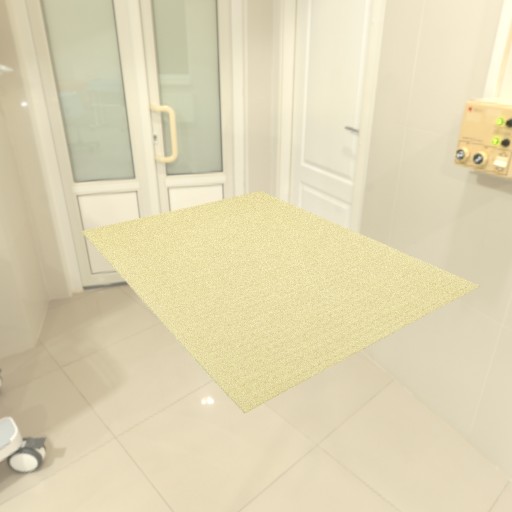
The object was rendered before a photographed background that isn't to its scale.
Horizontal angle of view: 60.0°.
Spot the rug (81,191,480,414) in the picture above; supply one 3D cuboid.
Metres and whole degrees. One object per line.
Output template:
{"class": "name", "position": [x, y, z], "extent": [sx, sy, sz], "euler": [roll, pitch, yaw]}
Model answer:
{"class": "rug", "position": [0.000, 0.000, 4.320], "extent": [2.452, 0.016, 3.204], "euler": [-18, 31, -31]}
